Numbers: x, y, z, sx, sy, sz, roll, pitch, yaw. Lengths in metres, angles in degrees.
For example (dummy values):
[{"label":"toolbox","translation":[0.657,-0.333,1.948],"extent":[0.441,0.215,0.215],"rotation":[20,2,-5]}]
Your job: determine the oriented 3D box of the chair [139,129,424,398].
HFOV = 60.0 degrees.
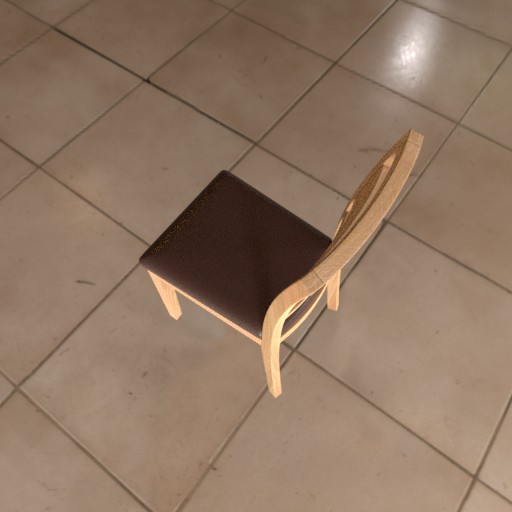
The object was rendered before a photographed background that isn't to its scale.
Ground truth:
[{"label":"chair","translation":[0.000,0.000,1.242],"extent":[0.545,0.940,0.420],"rotation":[32,67,16]}]
